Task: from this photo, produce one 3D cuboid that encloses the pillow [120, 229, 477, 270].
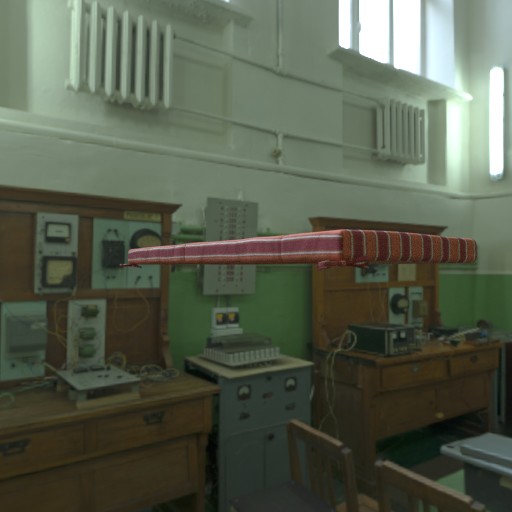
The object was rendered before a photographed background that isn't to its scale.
[{"bbox_3d":[0.000,0.000,1.375,0.492,0.081,1.187,1,-2,-35],"label":"pillow"}]
